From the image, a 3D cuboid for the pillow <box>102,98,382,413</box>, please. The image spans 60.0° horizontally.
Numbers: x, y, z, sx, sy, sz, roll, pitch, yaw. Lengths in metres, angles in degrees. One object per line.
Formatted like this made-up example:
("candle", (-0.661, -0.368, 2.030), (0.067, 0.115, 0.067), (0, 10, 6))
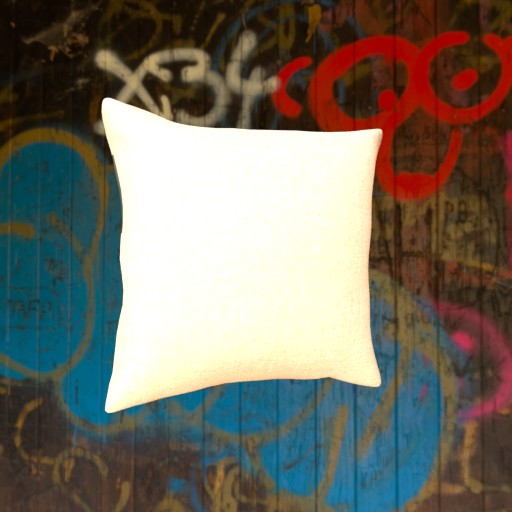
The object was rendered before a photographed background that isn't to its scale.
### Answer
("pillow", (0.000, 0.000, 0.626), (0.414, 0.399, 0.173), (0, -1, -18))
